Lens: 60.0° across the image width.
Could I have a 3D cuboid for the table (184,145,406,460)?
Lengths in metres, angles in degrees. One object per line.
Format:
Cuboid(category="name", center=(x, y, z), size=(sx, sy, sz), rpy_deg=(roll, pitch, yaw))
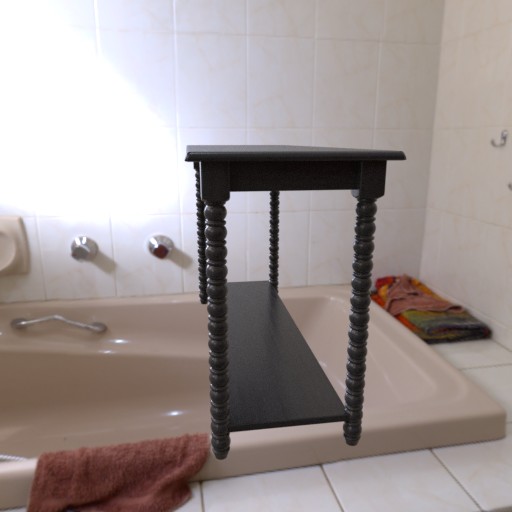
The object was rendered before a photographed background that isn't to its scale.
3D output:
Cuboid(category="table", center=(0.000, 0.000, 1.539), size=(0.459, 0.735, 1.184), rpy_deg=(-2, 15, -8))
